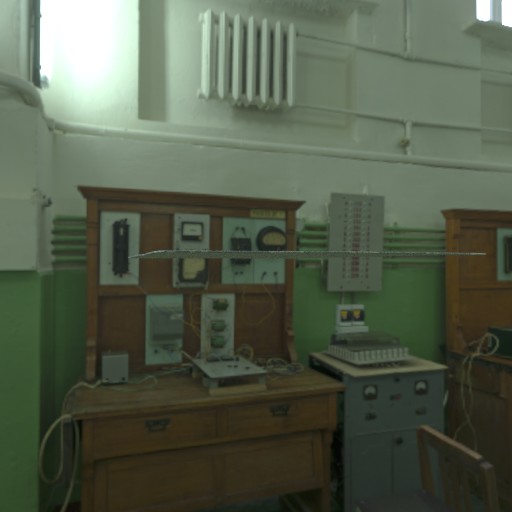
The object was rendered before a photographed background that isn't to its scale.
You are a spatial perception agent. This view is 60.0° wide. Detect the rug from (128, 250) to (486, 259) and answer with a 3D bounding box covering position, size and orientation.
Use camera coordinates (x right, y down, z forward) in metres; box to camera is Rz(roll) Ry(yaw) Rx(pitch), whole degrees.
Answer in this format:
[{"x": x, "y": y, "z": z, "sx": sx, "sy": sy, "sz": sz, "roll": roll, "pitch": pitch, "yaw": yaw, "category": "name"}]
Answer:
[{"x": 0.000, "y": 0.000, "z": 2.215, "sx": 1.148, "sy": 0.010, "sz": 1.754, "roll": 0, "pitch": -1, "yaw": -19, "category": "rug"}]
